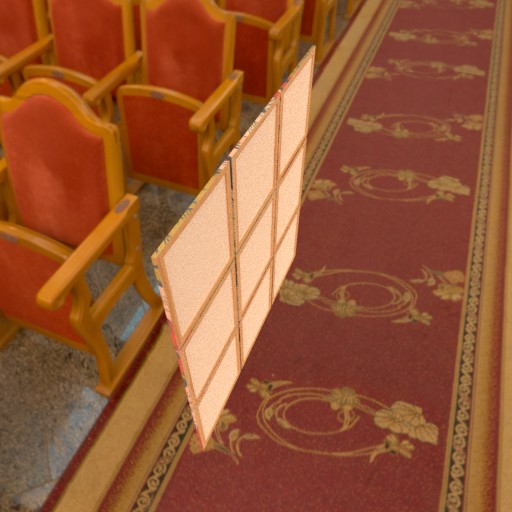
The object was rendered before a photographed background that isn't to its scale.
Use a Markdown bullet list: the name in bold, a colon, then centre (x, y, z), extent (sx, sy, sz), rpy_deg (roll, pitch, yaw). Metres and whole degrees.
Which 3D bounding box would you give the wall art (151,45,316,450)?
- **wall art**: centre (0.000, 0.000, 1.808), extent (0.013, 1.218, 1.206), rpy_deg (17, 50, 15)
